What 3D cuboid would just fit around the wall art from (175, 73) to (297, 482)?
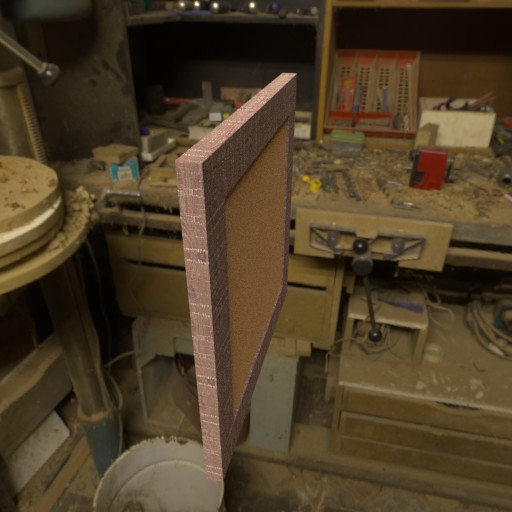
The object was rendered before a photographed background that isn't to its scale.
[{"bbox_3d":[0.000,0.000,0.794,0.029,0.531,0.531,8,32,12],"label":"wall art"}]
